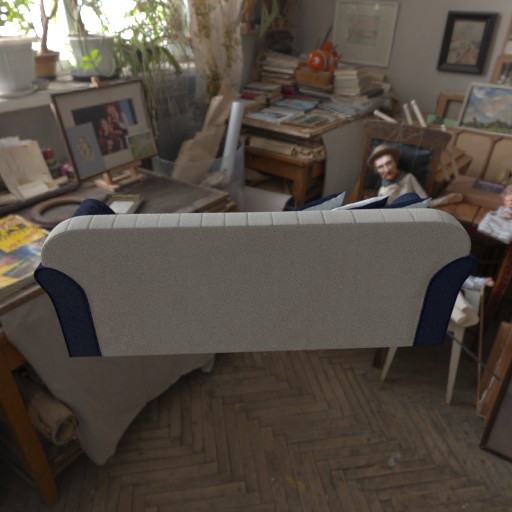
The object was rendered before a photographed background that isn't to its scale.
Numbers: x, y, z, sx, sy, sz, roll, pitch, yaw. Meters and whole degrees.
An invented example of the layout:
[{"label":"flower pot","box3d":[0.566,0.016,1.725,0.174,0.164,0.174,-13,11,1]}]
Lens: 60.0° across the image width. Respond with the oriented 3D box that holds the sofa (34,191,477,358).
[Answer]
[{"label":"sofa","box3d":[0.000,0.000,2.398,2.006,0.789,0.749,-1,31,-2]}]
